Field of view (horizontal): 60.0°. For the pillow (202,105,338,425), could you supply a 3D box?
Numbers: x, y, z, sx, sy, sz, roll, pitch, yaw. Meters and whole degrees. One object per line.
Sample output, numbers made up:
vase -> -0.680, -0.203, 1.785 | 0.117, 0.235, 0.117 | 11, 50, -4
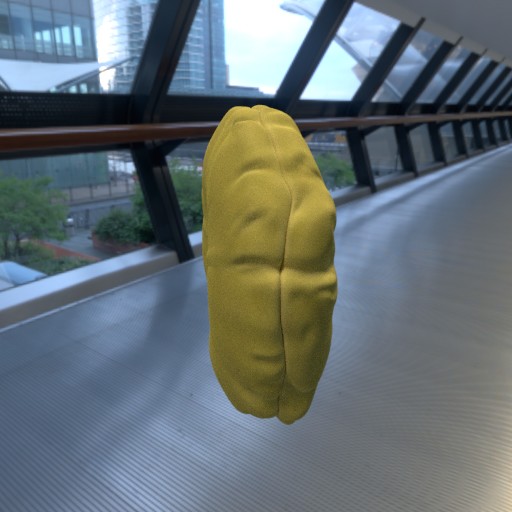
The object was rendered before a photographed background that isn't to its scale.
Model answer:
pillow -> 0.000, 0.000, 0.632 | 0.148, 0.407, 0.428 | -3, 17, -8
